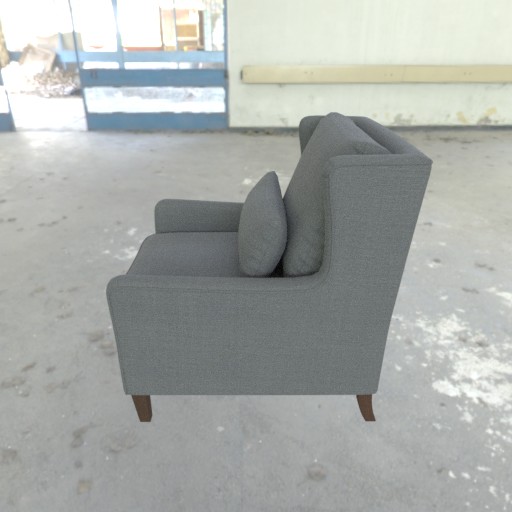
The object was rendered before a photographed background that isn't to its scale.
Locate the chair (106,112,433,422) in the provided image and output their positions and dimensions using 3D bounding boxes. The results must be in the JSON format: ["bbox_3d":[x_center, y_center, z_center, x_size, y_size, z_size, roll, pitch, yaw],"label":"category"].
[{"bbox_3d":[0.000,0.000,1.827,1.040,1.056,0.866,0,26,0],"label":"chair"}]
